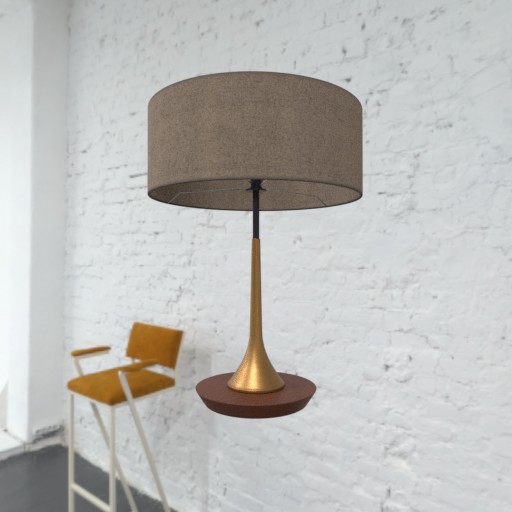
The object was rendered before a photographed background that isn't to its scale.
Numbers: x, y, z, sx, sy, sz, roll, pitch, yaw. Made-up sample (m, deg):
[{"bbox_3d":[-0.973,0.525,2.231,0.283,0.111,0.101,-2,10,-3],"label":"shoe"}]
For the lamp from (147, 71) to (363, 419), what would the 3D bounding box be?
[{"bbox_3d":[0.000,0.000,0.844,0.396,0.551,0.417,0,-1,19],"label":"lamp"}]
